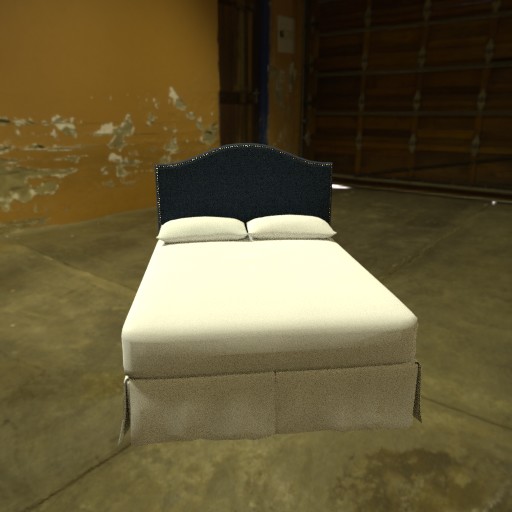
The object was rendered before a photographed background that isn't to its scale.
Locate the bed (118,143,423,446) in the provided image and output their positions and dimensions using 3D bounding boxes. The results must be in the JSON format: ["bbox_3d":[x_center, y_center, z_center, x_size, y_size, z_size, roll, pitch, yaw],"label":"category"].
[{"bbox_3d":[0.000,0.000,3.244,1.713,1.518,2.153,-2,17,-6],"label":"bed"}]
